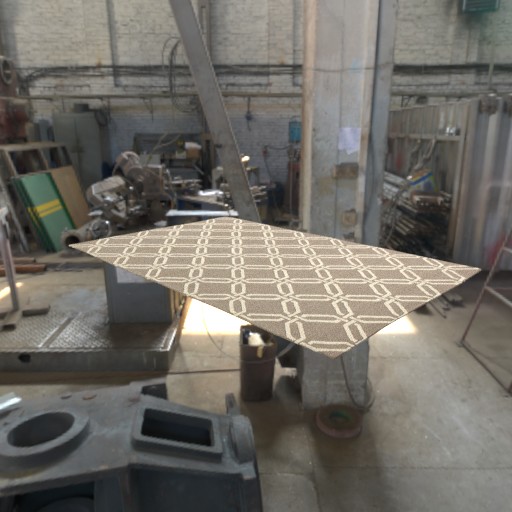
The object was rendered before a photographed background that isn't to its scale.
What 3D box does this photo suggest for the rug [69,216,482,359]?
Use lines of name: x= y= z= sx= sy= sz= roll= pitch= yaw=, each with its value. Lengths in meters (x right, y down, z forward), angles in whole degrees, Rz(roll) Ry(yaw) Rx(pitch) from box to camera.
rug: x=0.000 y=0.000 z=2.190 sx=1.748 sy=0.010 sz=1.142 roll=15 pitch=22 yaw=43
